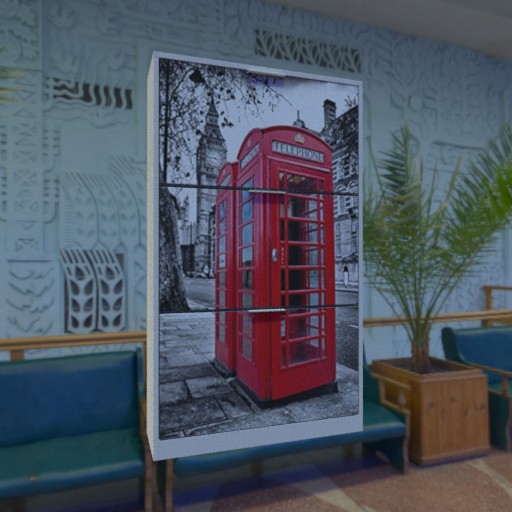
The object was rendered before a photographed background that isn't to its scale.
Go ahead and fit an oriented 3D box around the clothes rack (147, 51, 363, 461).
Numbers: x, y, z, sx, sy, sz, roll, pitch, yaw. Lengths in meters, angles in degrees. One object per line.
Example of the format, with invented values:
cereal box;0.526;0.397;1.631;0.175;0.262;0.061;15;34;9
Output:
clothes rack;0.000;0.000;1.608;0.750;1.280;0.250;0;0;-19
